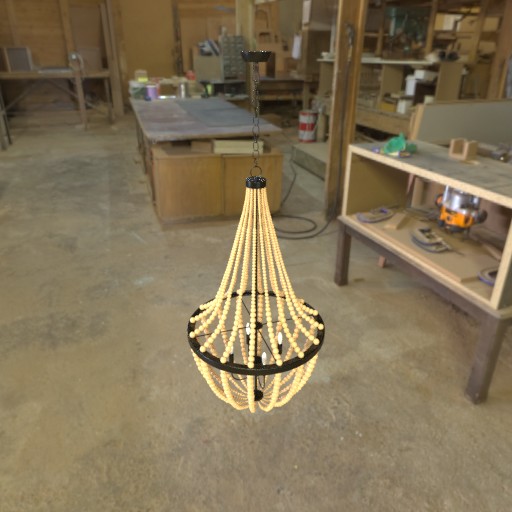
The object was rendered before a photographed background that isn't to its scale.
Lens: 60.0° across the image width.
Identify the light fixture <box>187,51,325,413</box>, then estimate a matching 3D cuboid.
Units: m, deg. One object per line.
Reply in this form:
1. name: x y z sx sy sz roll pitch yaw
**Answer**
1. light fixture: 0.000 0.000 1.352 0.450 1.133 0.450 0 26 0
